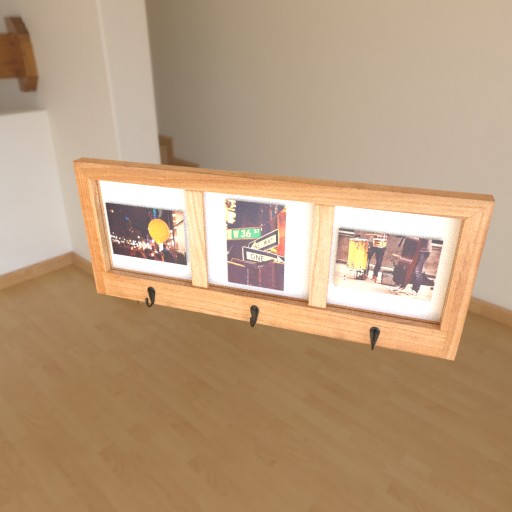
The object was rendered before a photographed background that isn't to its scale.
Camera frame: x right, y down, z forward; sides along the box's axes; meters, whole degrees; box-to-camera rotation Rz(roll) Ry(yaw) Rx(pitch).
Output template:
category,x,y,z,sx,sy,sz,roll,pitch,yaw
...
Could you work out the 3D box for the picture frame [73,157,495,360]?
category,x,y,z,sx,sy,sz,roll,pitch,yaw
picture frame,0.000,0.000,0.647,0.582,0.234,0.045,8,28,16
